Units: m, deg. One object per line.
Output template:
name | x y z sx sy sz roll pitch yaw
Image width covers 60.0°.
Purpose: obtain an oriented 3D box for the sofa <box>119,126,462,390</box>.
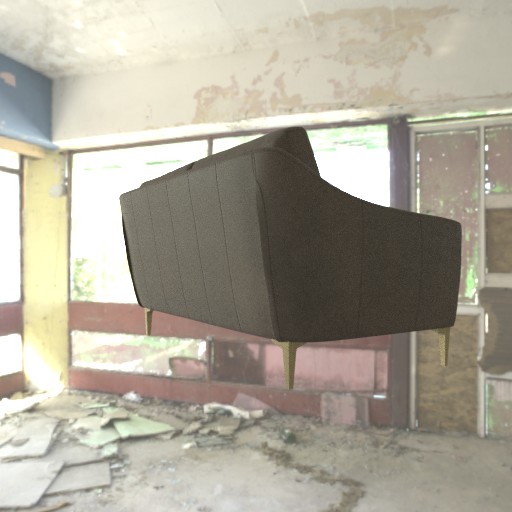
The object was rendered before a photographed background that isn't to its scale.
sofa | 0.000 0.000 2.193 0.960 0.902 1.619 0 0 -36
